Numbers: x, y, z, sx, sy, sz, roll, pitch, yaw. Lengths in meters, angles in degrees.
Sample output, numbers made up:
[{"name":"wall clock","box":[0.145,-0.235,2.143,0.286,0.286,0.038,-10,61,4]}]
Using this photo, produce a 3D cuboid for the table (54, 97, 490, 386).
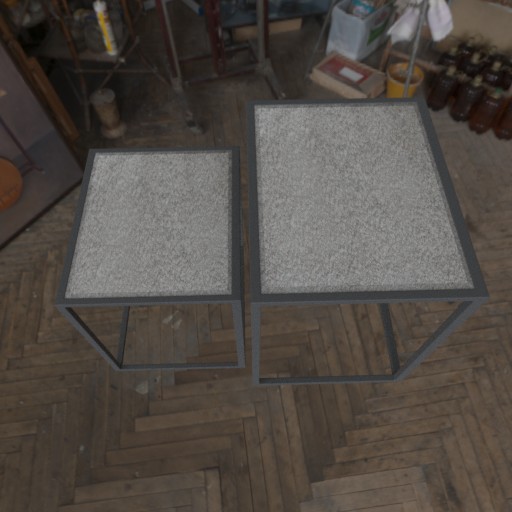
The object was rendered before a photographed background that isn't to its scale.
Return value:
[{"name":"table","box":[0.000,0.000,1.115,0.788,0.540,0.508,-1,59,-1]}]
